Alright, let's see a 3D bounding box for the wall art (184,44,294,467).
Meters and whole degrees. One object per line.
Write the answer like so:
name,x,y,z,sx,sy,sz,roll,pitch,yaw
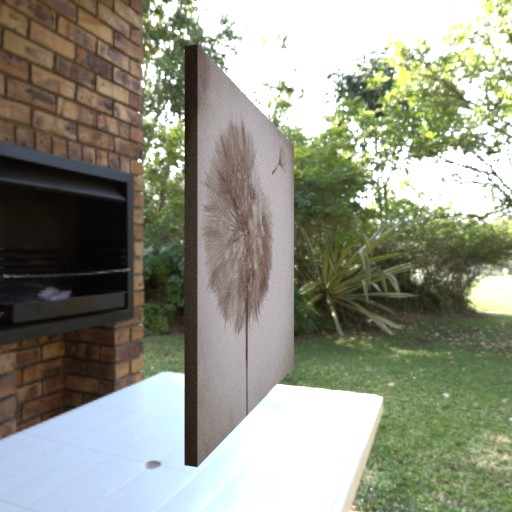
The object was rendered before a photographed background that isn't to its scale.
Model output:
wall art,0.000,0.000,1.163,0.027,0.762,0.762,0,0,18
